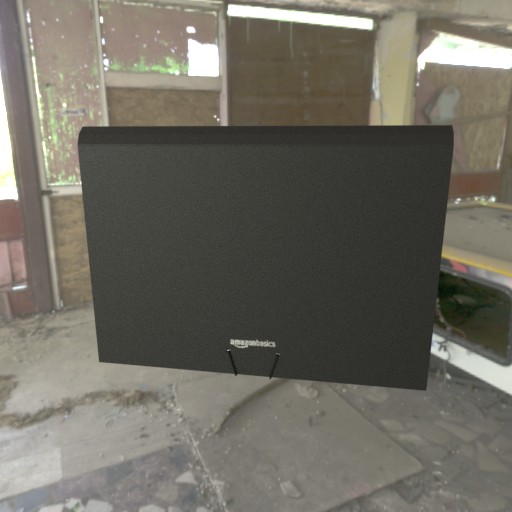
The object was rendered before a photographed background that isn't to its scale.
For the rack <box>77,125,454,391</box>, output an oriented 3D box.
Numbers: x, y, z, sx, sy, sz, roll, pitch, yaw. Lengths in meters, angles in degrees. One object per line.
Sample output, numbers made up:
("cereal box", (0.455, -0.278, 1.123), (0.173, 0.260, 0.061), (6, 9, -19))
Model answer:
("rack", (0.000, 0.000, 0.428), (0.330, 0.241, 0.041), (3, 15, 9))
